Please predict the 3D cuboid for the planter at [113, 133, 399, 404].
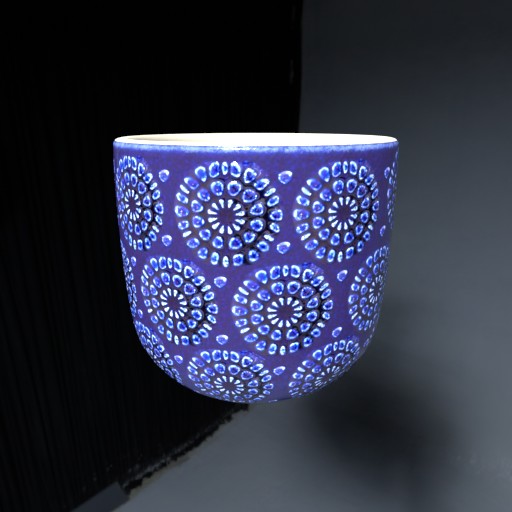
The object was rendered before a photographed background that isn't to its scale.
[{"bbox_3d":[0.000,0.000,0.286,0.165,0.149,0.165,0,17,0],"label":"planter"}]
